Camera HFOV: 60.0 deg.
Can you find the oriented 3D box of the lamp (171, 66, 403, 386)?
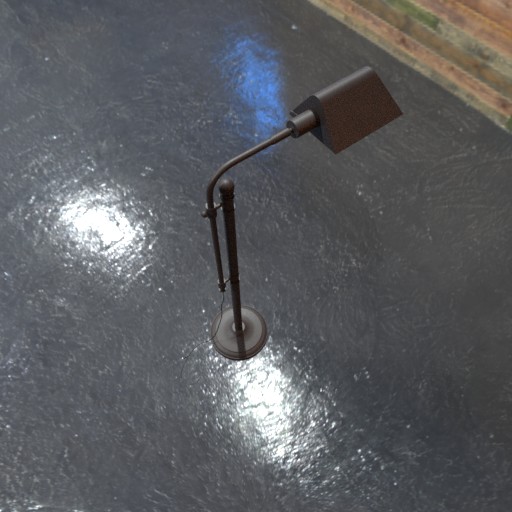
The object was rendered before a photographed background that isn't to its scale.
[{"bbox_3d":[0.000,0.000,0.942,0.545,0.708,0.159,-33,64,-18],"label":"lamp"}]
